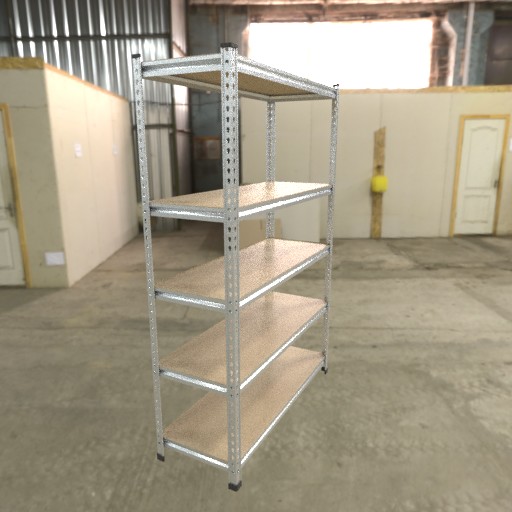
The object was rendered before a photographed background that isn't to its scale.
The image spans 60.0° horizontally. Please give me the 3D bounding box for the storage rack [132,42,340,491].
[{"bbox_3d":[0.000,0.000,2.360,0.457,1.829,1.219,7,16,27],"label":"storage rack"}]
